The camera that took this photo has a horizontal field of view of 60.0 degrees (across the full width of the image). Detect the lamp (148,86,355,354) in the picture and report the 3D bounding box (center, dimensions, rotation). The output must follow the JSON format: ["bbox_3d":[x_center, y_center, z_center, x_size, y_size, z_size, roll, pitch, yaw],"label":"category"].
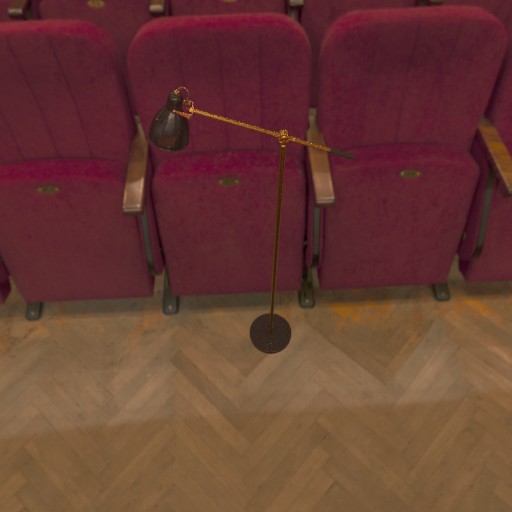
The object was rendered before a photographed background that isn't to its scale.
[{"bbox_3d":[0.000,0.000,1.834,0.618,1.628,0.235,-2,57,-1],"label":"lamp"}]
